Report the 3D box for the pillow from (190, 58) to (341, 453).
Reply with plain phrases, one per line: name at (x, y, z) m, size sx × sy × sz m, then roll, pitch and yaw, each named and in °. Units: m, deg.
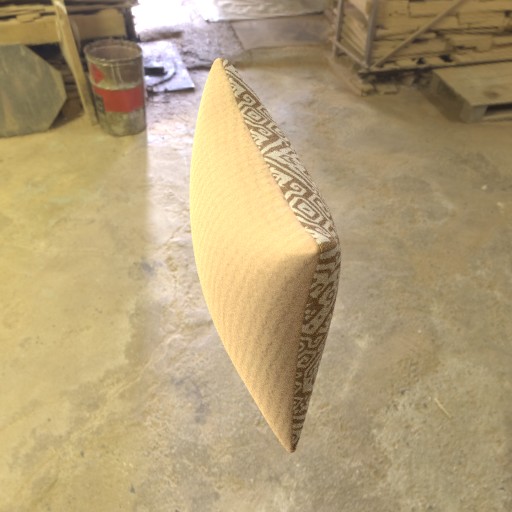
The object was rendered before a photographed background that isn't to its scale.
pillow at (0.000, 0.000, 0.639) m, size 0.173 × 0.407 × 0.419 m, roll -11°, pitch 46°, yaw -10°
